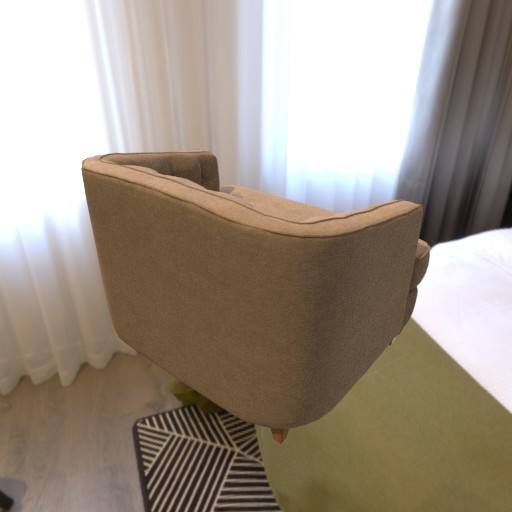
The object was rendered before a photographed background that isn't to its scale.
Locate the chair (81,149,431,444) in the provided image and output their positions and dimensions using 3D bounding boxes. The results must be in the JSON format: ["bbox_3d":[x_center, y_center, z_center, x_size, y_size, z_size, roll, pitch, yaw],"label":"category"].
[{"bbox_3d":[0.000,0.000,1.755,1.104,0.852,0.941,21,36,33],"label":"chair"}]
